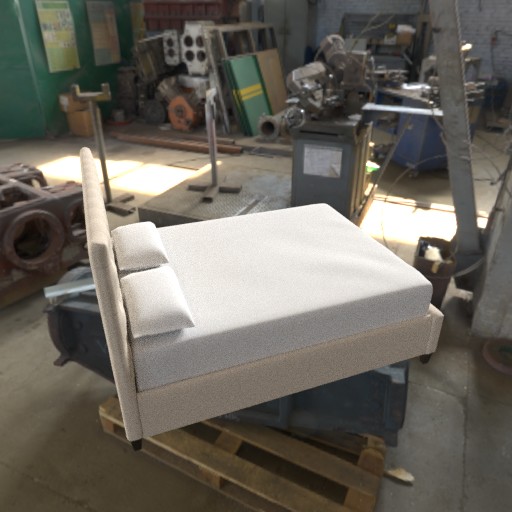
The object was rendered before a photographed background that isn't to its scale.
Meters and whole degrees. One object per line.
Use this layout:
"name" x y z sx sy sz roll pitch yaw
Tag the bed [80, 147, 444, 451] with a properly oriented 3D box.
"bed" 0.000 0.000 3.330 2.233 1.426 1.696 -10 31 -18
